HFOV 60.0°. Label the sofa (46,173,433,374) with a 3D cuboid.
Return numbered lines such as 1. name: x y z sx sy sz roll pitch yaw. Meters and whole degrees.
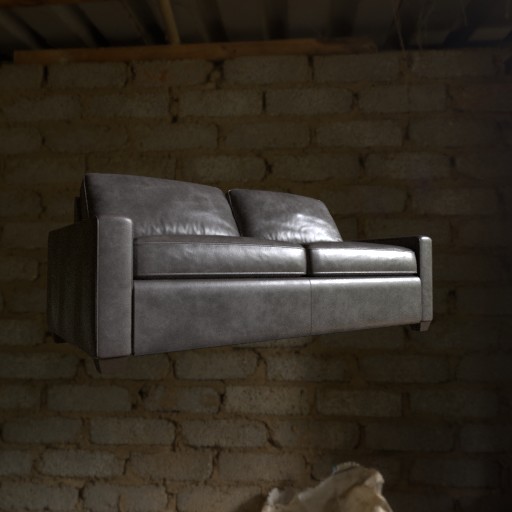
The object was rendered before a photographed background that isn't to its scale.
1. sofa: 0.000 0.000 2.557 2.081 0.916 0.939 1 -2 -35
